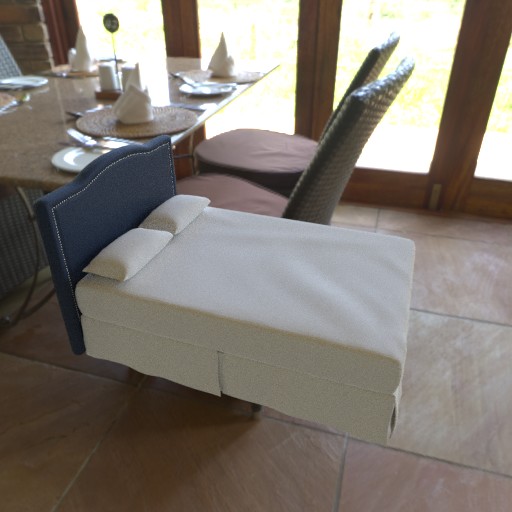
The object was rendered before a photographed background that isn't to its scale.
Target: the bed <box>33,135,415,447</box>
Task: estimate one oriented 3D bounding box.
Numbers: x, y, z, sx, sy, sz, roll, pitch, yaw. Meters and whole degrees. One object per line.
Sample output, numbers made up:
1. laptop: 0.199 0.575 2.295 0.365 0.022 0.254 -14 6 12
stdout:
1. bed: 0.000 0.000 3.519 2.507 1.441 1.741 11 33 17
